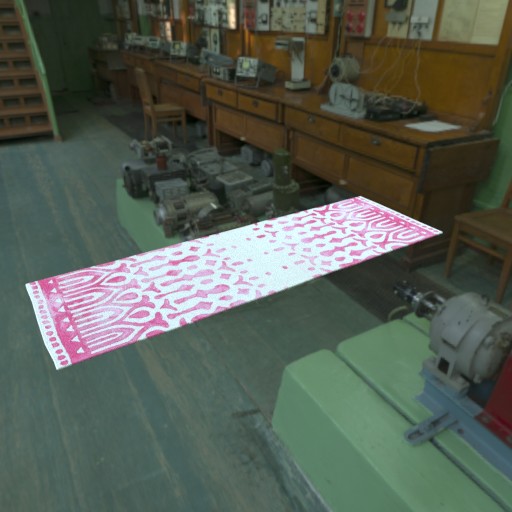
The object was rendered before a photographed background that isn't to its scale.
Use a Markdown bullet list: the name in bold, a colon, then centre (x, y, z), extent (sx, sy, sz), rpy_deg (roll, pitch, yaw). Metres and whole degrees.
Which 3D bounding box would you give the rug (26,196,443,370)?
- **rug**: centre (0.000, 0.000, 2.679), extent (2.458, 0.011, 0.787), rpy_deg (-17, 33, -27)
